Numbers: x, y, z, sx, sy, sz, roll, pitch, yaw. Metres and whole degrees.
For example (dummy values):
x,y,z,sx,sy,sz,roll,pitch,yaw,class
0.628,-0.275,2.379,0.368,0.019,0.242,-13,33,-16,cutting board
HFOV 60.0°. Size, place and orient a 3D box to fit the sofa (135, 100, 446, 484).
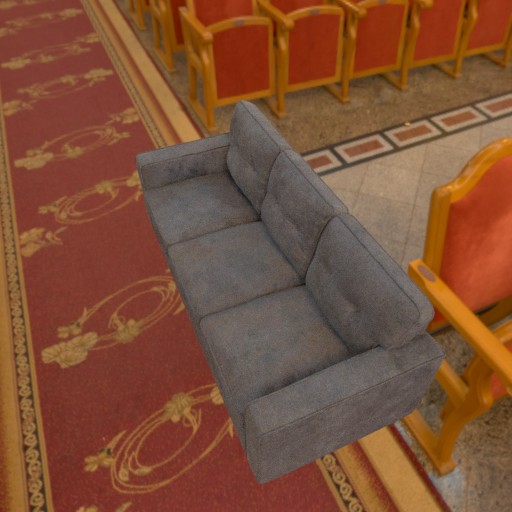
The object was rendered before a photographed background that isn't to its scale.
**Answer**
x,y,z,sx,sy,sz,roll,pitch,yaw,class
0.000,0.000,2.614,0.939,0.965,2.133,-18,49,-16,sofa
